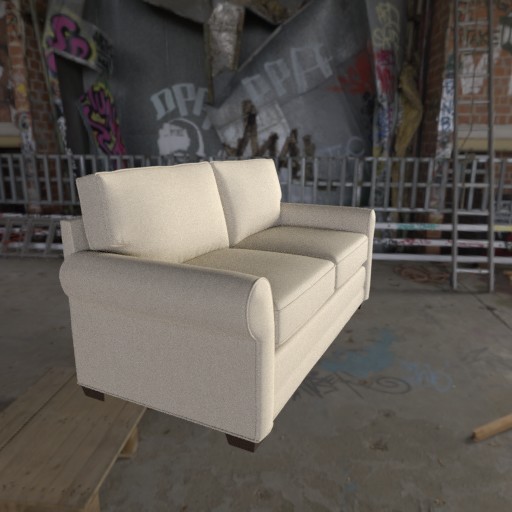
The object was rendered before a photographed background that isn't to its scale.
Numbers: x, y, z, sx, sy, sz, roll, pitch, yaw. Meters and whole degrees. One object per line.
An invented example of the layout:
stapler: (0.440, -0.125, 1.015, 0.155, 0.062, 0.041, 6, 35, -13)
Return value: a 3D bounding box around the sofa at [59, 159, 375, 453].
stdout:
sofa: (0.000, 0.000, 2.255, 0.861, 0.933, 1.774, 7, 16, 25)
